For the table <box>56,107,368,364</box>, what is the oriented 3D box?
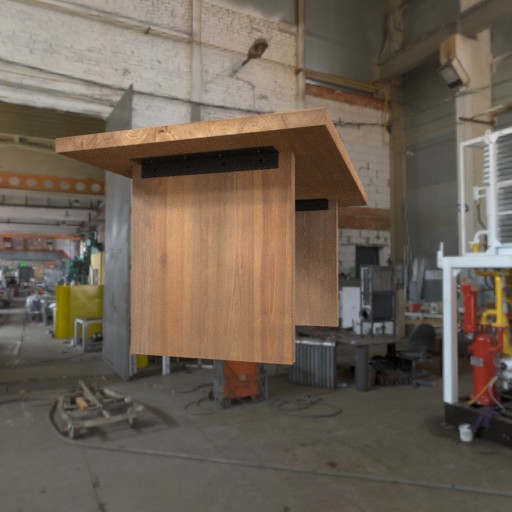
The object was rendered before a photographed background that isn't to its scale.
[{"bbox_3d":[0.000,0.000,2.152,0.946,0.780,1.609,-1,-2,18],"label":"table"}]
